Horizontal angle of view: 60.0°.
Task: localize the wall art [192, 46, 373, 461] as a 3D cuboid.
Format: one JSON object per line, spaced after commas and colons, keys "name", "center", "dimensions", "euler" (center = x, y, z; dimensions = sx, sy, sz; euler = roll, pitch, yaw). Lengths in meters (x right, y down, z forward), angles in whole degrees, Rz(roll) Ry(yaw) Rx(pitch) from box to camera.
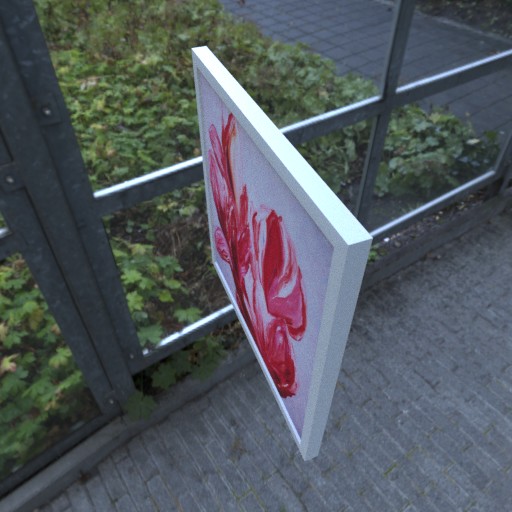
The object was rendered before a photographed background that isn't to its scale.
{"name": "wall art", "center": [0.000, 0.000, 0.667], "dimensions": [0.023, 0.453, 0.455], "euler": [-16, 47, -15]}
